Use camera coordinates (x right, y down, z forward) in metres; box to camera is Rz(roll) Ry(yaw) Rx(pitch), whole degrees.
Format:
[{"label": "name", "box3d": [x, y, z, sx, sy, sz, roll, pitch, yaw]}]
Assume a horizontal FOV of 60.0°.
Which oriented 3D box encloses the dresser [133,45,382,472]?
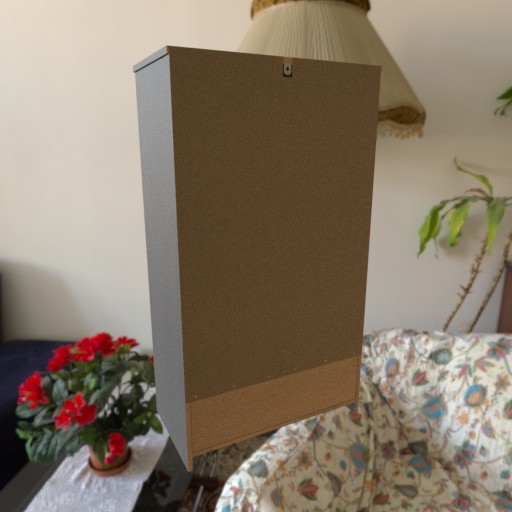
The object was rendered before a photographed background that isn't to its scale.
[{"label": "dresser", "box3d": [0.000, 0.000, 1.580, 0.704, 1.255, 0.399, -8, 17, -27]}]
